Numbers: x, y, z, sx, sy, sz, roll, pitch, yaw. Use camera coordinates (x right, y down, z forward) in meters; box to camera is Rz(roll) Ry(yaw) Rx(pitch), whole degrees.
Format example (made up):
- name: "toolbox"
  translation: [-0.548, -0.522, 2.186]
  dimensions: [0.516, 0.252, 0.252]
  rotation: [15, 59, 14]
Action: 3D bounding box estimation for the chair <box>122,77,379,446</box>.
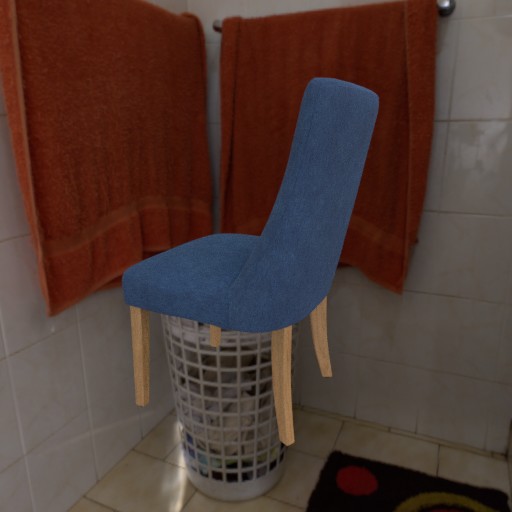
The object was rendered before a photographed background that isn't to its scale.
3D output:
- name: "chair"
  translation: [0.000, 0.000, 1.283]
  dimensions: [0.609, 0.902, 0.495]
  rotation: [7, 17, 25]
